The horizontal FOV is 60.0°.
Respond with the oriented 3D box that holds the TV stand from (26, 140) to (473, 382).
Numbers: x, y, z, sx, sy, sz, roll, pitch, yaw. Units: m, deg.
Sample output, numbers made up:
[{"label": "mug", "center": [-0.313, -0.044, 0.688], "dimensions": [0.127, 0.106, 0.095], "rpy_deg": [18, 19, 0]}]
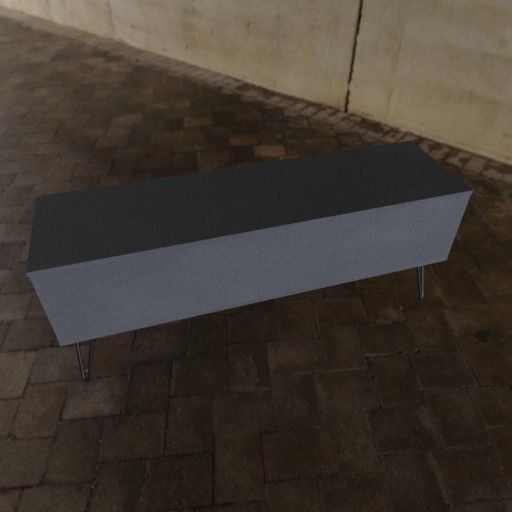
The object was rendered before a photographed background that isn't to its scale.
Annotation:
[{"label": "TV stand", "center": [0.000, 0.000, 1.659], "dimensions": [1.400, 0.560, 0.400], "rpy_deg": [-11, 42, -13]}]
